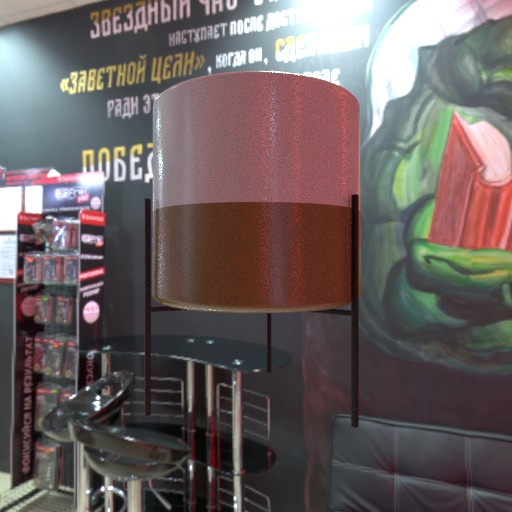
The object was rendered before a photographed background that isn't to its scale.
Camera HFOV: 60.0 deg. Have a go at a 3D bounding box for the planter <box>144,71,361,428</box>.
[{"bbox_3d":[0.000,0.000,0.656,0.310,0.432,0.310,0,0,-36],"label":"planter"}]
